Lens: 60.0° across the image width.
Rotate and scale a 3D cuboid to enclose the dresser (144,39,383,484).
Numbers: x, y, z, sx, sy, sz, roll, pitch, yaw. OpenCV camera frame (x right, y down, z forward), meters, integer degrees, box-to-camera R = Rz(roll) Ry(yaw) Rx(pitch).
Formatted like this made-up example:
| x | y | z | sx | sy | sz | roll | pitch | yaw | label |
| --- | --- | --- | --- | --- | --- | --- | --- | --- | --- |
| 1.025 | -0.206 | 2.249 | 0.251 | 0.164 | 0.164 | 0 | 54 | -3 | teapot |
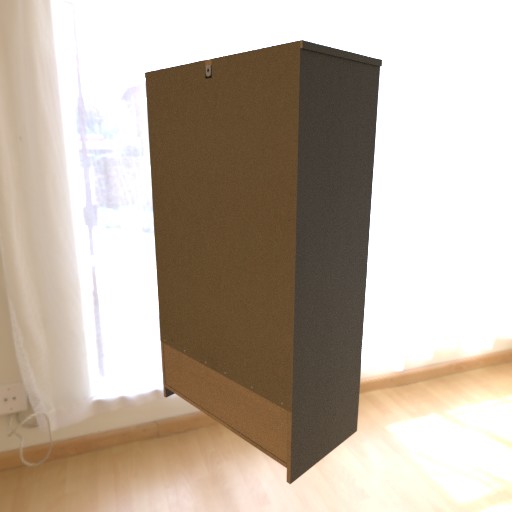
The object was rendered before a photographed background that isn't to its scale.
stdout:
| x | y | z | sx | sy | sz | roll | pitch | yaw | label |
| --- | --- | --- | --- | --- | --- | --- | --- | --- | --- |
| 0.000 | 0.000 | 1.579 | 0.399 | 1.255 | 0.704 | -14 | 20 | -43 | dresser |
